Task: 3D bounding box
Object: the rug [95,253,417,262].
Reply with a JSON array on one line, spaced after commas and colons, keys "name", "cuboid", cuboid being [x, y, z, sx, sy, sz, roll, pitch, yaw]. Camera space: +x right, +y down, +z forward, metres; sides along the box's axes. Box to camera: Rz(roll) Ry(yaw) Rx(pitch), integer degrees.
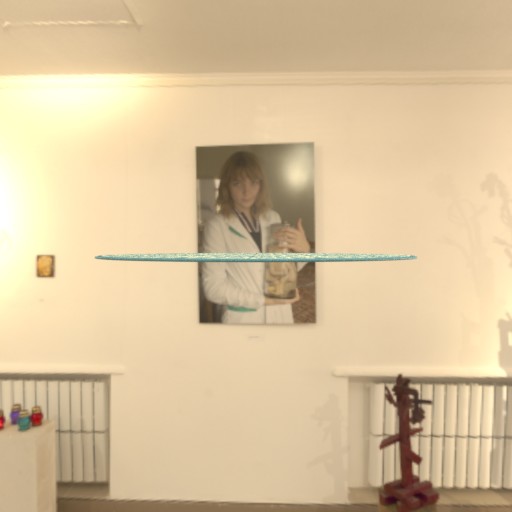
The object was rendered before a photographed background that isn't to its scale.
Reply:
[{"name": "rug", "cuboid": [0.000, 0.000, 2.327, 1.593, 0.012, 1.593, 0, 1, 0]}]
